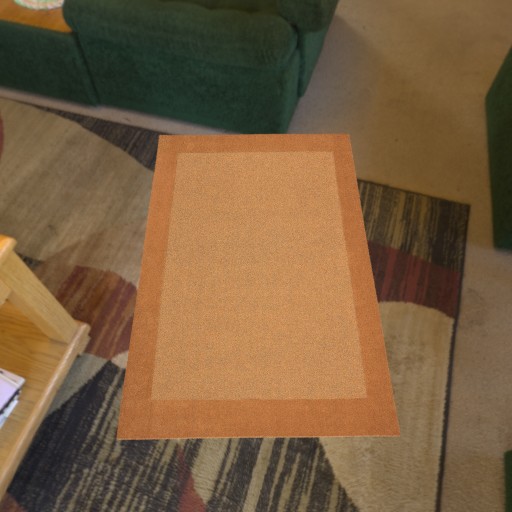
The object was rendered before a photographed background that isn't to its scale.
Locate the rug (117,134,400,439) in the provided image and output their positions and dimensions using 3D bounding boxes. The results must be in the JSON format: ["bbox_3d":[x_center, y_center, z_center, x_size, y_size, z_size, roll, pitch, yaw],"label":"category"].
[{"bbox_3d":[0.000,0.000,2.378,1.219,0.014,1.829,-1,59,0],"label":"rug"}]
